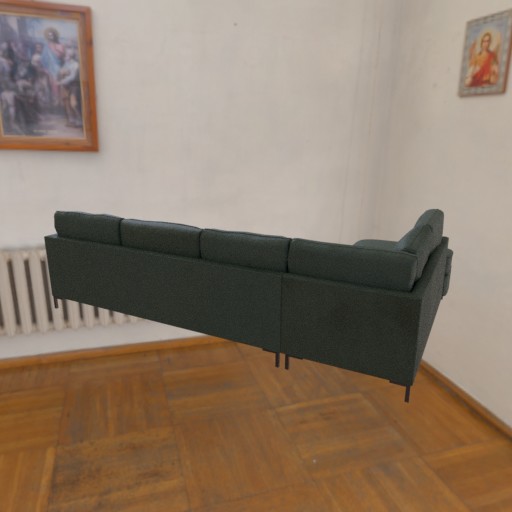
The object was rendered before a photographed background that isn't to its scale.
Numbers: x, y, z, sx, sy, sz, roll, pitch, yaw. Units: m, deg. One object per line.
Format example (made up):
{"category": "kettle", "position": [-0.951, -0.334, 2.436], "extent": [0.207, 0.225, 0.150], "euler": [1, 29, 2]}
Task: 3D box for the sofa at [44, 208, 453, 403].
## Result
{"category": "sofa", "position": [0.000, 0.000, 4.301], "extent": [3.384, 0.996, 2.048], "euler": [8, 18, 26]}
